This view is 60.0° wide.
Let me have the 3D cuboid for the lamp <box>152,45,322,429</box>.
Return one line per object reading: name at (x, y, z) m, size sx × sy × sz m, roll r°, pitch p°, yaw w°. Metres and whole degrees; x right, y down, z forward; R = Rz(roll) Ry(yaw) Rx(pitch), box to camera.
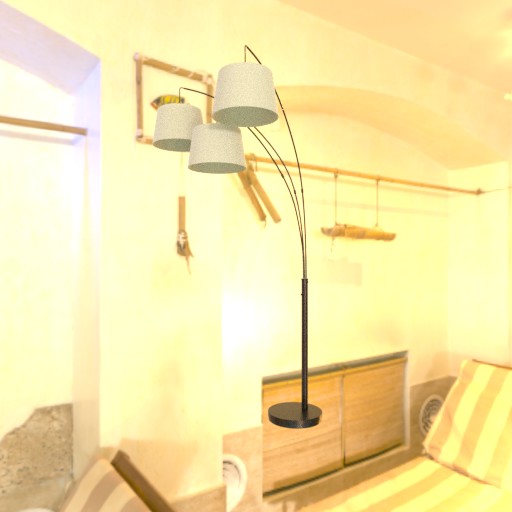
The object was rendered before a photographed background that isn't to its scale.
lamp at (0.000, 0.000, 2.475) m, size 0.924 × 1.950 × 0.951 m, roll 0°, pitch 0°, yaw -36°
